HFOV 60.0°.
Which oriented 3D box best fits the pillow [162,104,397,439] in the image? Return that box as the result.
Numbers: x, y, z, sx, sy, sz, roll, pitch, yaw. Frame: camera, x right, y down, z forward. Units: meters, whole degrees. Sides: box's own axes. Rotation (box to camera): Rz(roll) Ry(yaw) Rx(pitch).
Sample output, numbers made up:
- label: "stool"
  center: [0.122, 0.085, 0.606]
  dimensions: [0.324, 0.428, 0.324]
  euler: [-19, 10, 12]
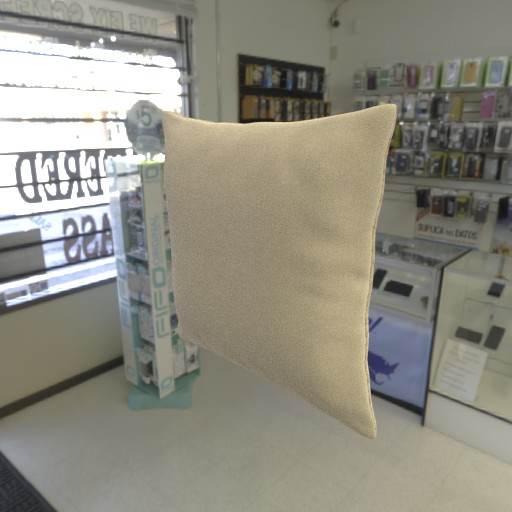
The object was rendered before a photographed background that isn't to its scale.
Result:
- label: "pillow"
  center: [0.000, 0.000, 0.803]
  dimensions: [0.523, 0.510, 0.166]
  euler: [16, 23, 42]
